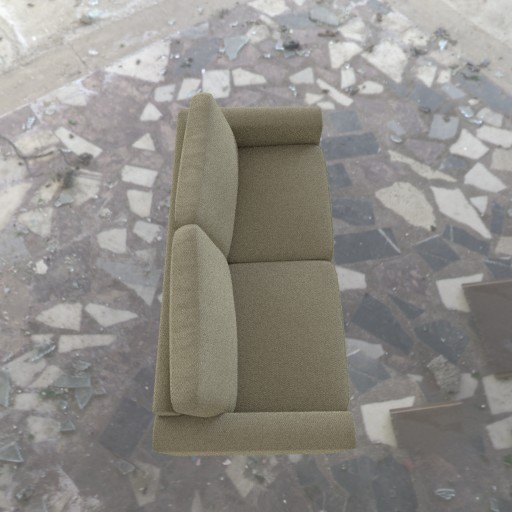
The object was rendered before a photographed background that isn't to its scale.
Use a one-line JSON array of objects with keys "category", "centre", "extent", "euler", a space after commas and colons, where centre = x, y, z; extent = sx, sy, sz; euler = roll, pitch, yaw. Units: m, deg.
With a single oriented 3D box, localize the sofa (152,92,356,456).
[{"category": "sofa", "centre": [0.000, 0.000, 2.690], "extent": [1.016, 0.873, 2.179], "euler": [-1, 64, 0]}]
